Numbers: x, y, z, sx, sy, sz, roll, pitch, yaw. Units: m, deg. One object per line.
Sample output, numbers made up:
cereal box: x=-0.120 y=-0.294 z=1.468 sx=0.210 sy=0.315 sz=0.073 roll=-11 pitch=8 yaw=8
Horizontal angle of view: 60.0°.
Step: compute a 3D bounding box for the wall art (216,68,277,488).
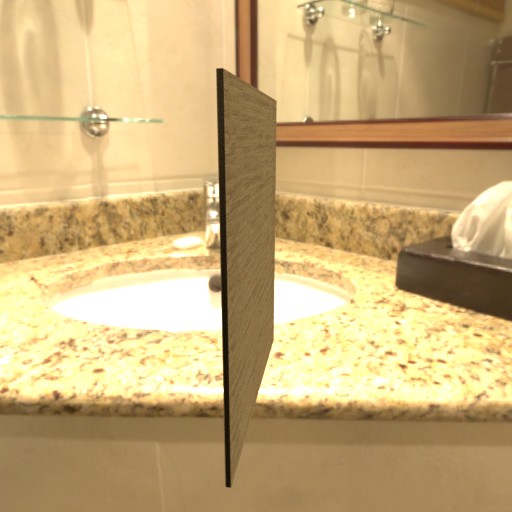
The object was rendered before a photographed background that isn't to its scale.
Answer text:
wall art: x=0.000 y=0.000 z=0.791 sx=0.009 sy=0.559 sz=0.483 roll=3 pitch=15 yaw=9
